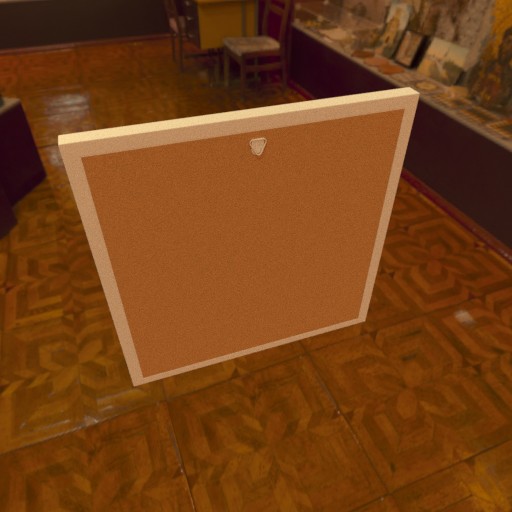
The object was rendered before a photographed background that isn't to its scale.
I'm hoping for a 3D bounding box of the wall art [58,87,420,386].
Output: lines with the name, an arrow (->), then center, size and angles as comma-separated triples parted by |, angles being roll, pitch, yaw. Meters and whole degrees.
wall art -> 0.000, 0.000, 1.147 | 0.761, 0.762, 0.050 | -13, 42, -14
